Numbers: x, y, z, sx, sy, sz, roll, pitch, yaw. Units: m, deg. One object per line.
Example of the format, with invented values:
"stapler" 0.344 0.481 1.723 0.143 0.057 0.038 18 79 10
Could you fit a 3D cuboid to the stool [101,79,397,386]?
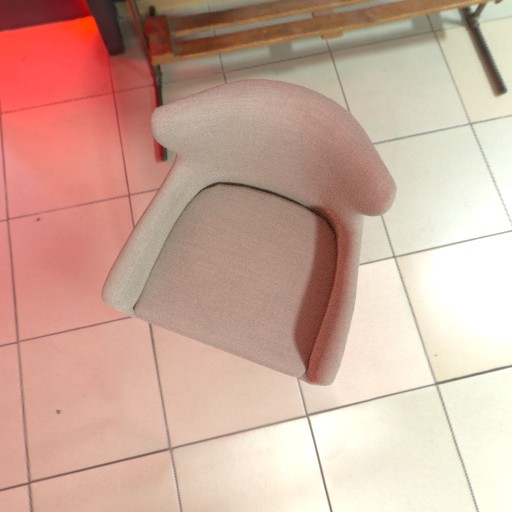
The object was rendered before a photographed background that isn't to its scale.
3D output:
"stool" 0.000 0.000 1.422 0.615 0.987 0.637 19 76 5
